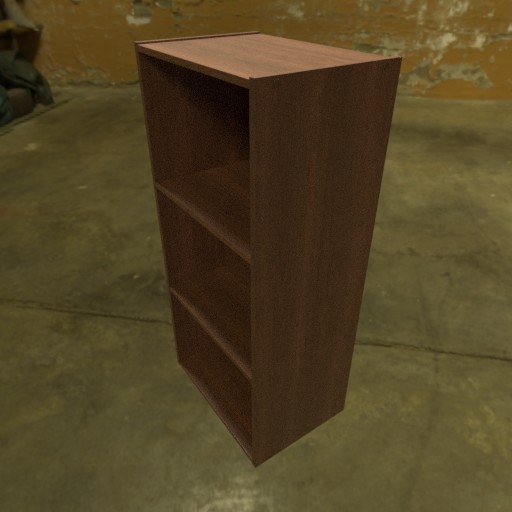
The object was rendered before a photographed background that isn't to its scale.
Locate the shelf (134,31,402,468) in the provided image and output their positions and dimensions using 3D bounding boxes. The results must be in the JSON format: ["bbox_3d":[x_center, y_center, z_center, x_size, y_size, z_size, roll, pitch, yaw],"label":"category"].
[{"bbox_3d":[0.000,0.000,1.026,0.290,0.879,0.414,-21,38,-29],"label":"shelf"}]
